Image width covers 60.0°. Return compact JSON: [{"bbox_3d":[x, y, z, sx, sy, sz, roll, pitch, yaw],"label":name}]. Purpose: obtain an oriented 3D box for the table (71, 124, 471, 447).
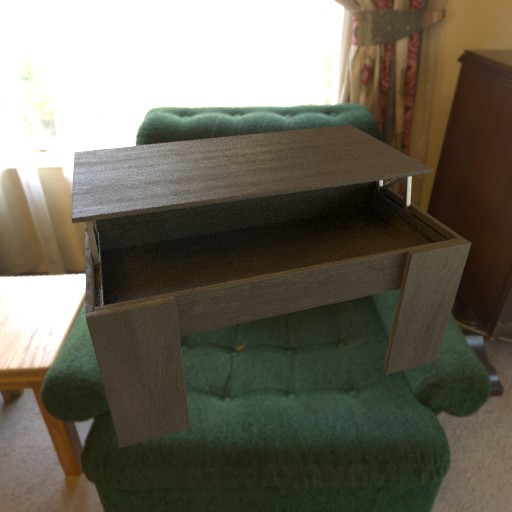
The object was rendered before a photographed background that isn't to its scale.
[{"bbox_3d":[0.000,0.000,1.429,1.000,0.570,0.711,-10,33,-16],"label":"table"}]
